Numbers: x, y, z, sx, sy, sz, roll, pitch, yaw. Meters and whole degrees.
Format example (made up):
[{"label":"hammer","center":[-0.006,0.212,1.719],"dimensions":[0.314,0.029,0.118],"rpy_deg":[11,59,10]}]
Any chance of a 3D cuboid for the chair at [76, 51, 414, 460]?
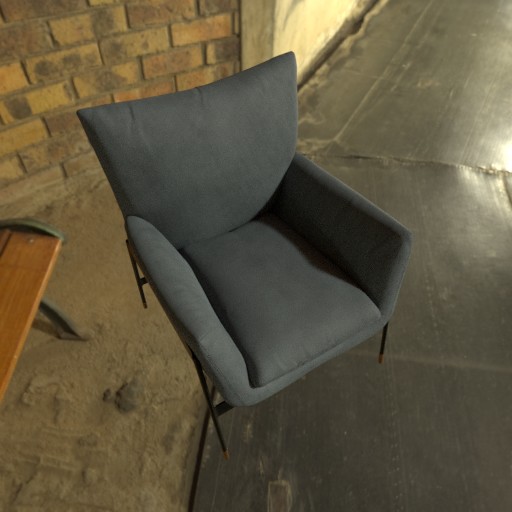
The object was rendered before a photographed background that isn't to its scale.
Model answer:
[{"label":"chair","center":[0.000,0.000,1.361],"dimensions":[0.678,0.858,0.709],"rpy_deg":[-24,52,-20]}]
